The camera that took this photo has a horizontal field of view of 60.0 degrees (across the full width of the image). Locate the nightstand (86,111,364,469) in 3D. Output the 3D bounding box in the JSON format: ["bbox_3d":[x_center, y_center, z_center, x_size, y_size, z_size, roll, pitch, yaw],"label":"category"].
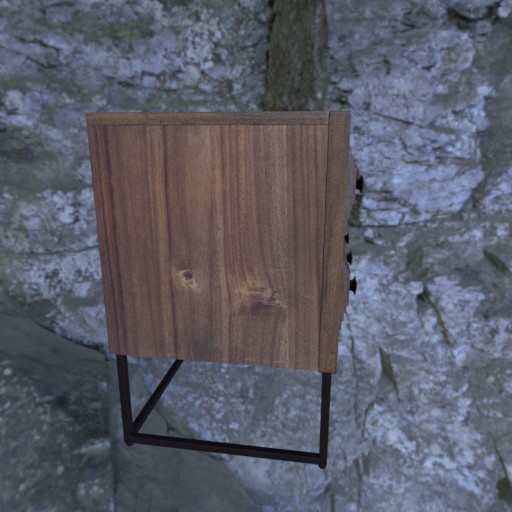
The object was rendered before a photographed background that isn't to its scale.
[{"bbox_3d":[0.000,0.000,1.022,0.437,0.610,0.610,3,16,9],"label":"nightstand"}]
